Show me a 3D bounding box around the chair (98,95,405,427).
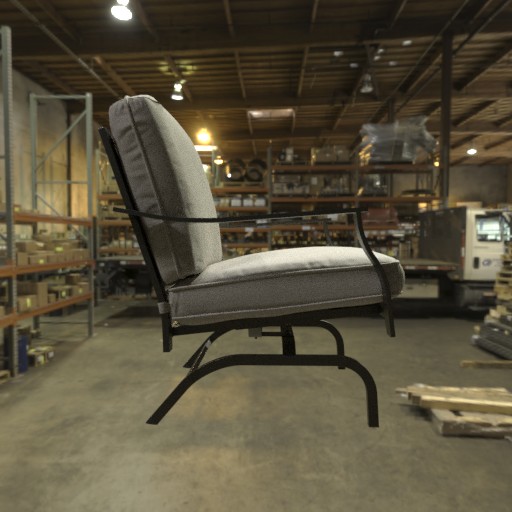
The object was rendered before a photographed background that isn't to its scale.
[{"bbox_3d":[0.000,0.000,1.390,0.787,0.860,0.650,0,2,2],"label":"chair"}]
